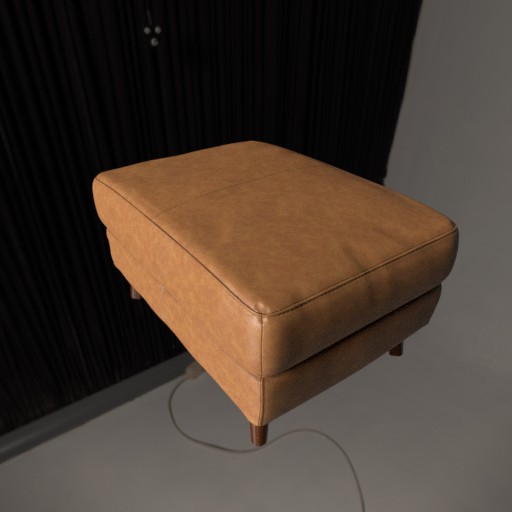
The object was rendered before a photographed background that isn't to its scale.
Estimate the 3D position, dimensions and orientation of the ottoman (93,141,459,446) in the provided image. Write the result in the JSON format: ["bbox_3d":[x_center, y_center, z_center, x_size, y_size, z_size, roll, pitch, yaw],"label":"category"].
[{"bbox_3d":[0.000,0.000,1.241,0.630,0.461,0.869,-21,36,-31],"label":"ottoman"}]
